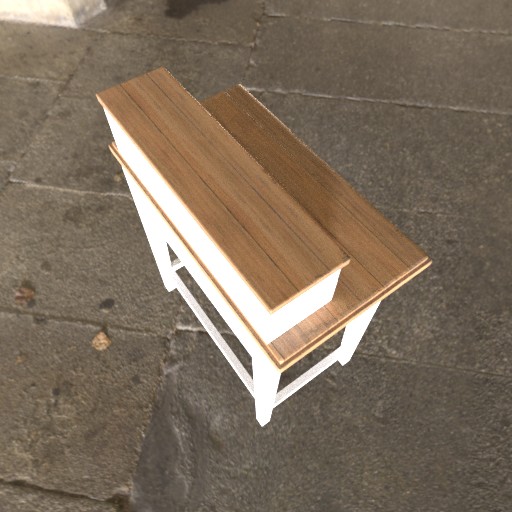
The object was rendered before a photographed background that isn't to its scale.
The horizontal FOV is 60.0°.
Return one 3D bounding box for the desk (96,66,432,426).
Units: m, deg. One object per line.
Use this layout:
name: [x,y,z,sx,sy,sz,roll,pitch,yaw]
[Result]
desk: [0.000,0.000,1.414,0.462,0.981,0.814,-31,63,-18]
